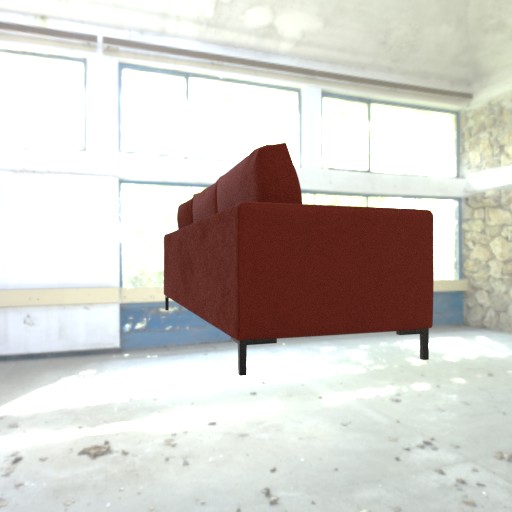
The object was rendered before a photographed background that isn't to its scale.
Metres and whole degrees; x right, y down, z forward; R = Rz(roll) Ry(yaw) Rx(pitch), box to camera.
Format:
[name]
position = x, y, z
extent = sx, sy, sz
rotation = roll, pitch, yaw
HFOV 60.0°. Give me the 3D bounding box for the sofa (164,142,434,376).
[sofa]
position = 0.000, 0.000, 2.758
extent = 0.875, 0.879, 2.252
rotation = 0, 0, -18
